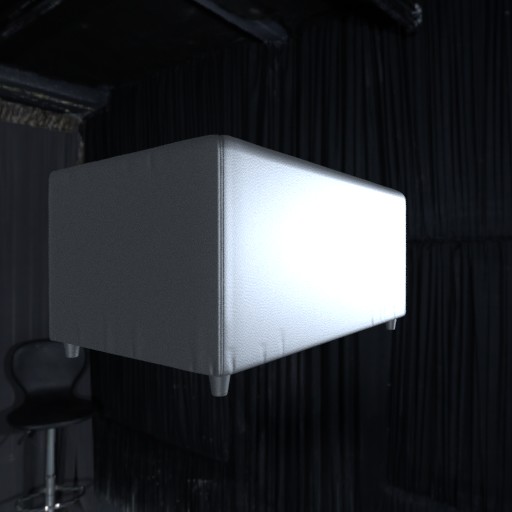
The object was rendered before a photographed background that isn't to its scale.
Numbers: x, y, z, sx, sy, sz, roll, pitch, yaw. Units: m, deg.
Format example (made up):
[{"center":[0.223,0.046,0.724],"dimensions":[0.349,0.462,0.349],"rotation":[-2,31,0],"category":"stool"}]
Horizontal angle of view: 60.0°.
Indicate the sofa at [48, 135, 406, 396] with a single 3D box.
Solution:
[{"center":[0.000,0.000,1.919],"dimensions":[0.845,0.735,1.410],"rotation":[0,0,37],"category":"sofa"}]
